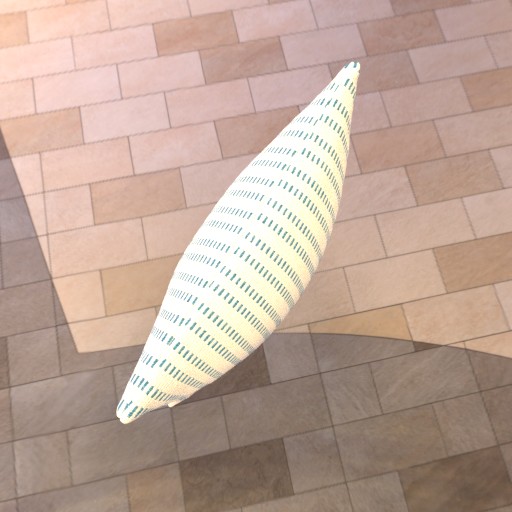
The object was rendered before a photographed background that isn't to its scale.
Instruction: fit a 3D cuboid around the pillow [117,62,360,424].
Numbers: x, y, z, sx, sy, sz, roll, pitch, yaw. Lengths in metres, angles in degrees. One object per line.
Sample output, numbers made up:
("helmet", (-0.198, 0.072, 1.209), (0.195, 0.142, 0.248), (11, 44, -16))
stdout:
("pillow", (0.000, 0.000, 0.794), (0.210, 0.353, 0.640), (31, 77, 8))
